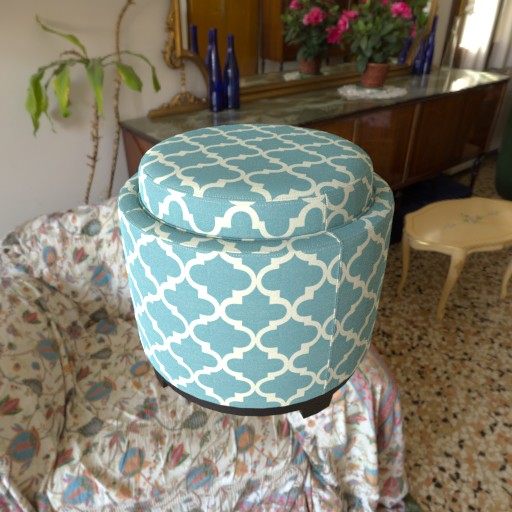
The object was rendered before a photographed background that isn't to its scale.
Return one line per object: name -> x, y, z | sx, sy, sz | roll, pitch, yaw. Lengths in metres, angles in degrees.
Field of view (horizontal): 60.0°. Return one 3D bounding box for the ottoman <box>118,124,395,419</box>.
ottoman -> 0.000, 0.000, 0.854 | 0.480, 0.429, 0.480 | 0, 31, 0
